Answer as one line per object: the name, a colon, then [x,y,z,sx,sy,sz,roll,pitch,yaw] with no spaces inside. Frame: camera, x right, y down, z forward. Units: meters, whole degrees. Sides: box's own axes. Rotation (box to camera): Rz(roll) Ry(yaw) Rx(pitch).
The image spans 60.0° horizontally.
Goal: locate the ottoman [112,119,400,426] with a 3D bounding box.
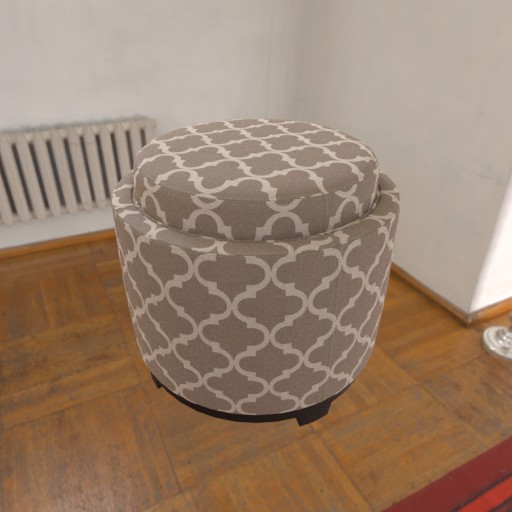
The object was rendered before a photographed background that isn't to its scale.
ottoman: [0.000,0.000,0.825,0.480,0.429,0.480,0,32,0]
